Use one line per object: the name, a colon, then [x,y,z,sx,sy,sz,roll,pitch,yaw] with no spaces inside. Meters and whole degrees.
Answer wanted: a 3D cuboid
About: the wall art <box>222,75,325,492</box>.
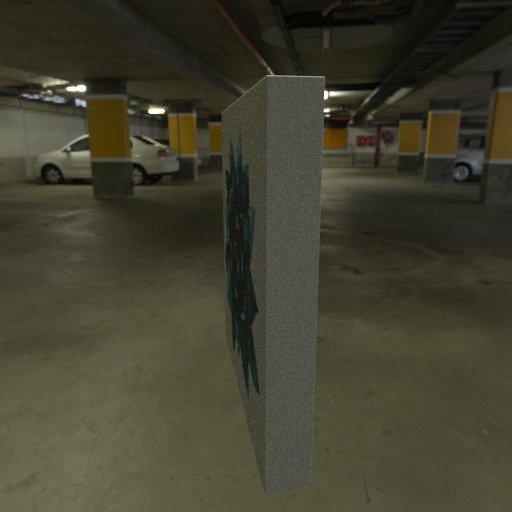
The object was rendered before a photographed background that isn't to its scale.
wall art: [0.000,0.000,0.459,0.038,0.305,0.305,-2,14,-9]
